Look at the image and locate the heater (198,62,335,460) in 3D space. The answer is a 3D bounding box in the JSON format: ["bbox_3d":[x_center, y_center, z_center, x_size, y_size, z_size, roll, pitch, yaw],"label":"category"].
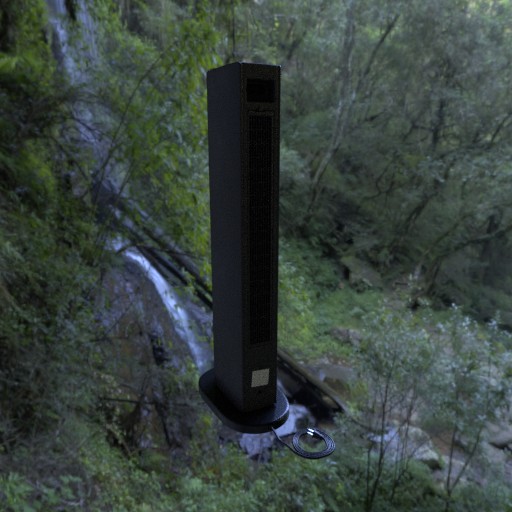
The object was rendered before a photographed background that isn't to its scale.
[{"bbox_3d":[0.000,0.000,1.058,0.214,0.856,0.458,-7,16,-25],"label":"heater"}]
